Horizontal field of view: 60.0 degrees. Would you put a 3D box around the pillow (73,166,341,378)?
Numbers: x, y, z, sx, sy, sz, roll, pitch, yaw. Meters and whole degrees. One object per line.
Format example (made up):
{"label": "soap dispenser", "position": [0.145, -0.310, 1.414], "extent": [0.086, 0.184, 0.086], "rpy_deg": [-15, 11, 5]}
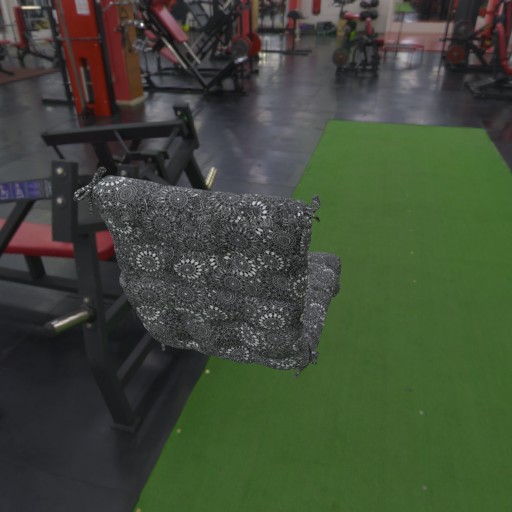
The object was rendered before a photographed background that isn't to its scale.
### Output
{"label": "pillow", "position": [0.000, 0.000, 1.479], "extent": [0.526, 0.863, 1.016], "rpy_deg": [9, 32, 15]}
